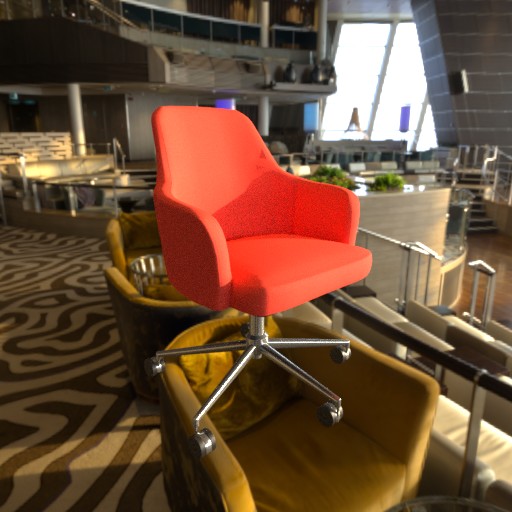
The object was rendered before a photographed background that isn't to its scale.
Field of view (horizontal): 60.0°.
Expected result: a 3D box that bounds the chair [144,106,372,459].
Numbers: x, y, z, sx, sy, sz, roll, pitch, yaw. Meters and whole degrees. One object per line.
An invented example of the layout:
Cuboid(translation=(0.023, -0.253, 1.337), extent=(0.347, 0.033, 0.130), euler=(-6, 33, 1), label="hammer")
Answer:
Cuboid(translation=(0.000, 0.000, 1.250), extent=(0.655, 0.820, 0.600), euler=(-15, 21, -43), label="chair")
